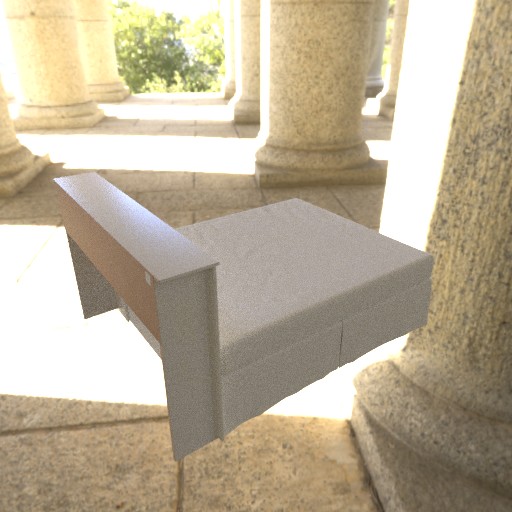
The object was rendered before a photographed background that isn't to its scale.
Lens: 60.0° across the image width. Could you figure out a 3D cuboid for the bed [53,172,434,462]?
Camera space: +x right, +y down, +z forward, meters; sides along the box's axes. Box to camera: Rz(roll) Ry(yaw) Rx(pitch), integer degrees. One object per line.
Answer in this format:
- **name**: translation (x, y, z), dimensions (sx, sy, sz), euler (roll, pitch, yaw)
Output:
- **bed**: translation (0.000, 0.000, 3.141), dimensions (2.133, 1.092, 1.671), euler (-18, 32, -31)
